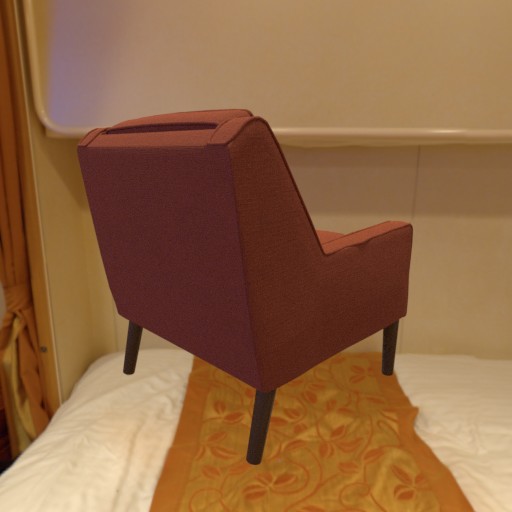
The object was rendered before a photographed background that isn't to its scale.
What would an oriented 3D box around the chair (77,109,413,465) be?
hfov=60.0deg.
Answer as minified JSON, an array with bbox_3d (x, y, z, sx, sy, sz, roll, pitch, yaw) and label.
[{"bbox_3d":[0.000,0.000,1.355,0.770,0.812,0.680,-13,19,-43],"label":"chair"}]
